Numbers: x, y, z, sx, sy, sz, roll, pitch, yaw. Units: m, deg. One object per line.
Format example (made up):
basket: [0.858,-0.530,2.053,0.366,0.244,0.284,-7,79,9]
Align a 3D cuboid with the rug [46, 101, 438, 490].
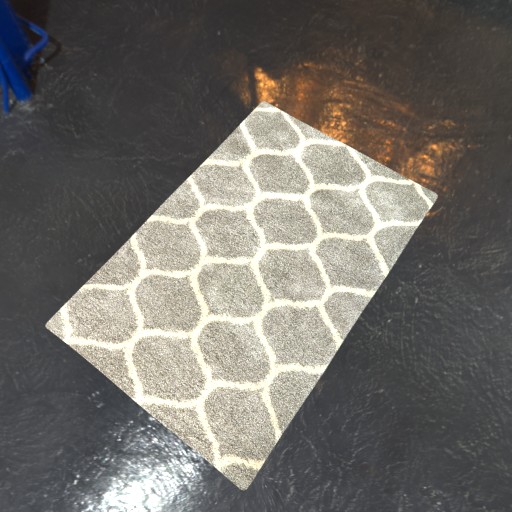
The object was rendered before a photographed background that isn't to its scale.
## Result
rug: [0.000,0.000,3.439,1.801,0.026,2.701,33,68,15]
